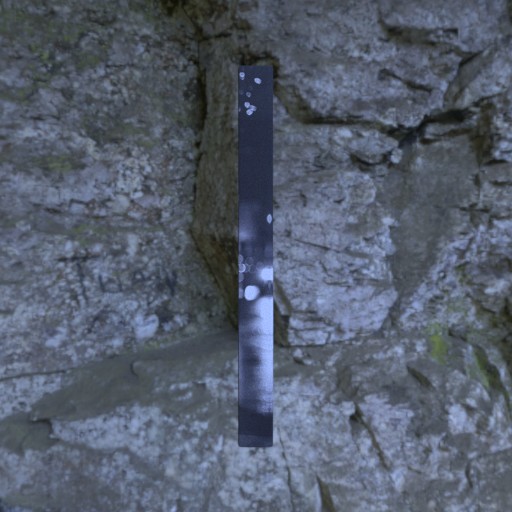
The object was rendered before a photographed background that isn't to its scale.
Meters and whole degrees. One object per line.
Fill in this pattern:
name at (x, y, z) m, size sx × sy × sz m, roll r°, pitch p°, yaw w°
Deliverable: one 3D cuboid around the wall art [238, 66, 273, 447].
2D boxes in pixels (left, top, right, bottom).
wall art at (0.000, 0.000, 0.774) m, size 0.037 × 0.406 × 0.609 m, roll 0°, pitch 0°, yaw 0°
